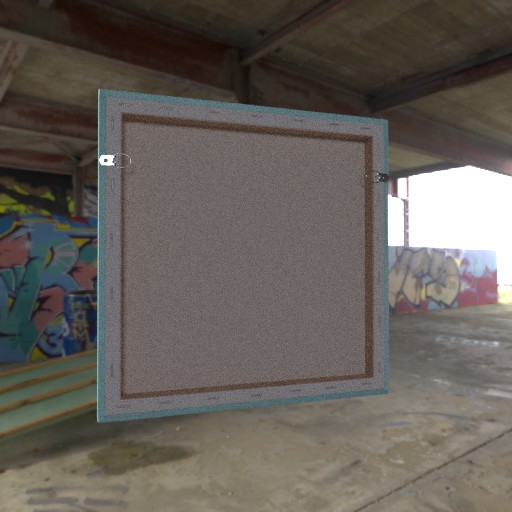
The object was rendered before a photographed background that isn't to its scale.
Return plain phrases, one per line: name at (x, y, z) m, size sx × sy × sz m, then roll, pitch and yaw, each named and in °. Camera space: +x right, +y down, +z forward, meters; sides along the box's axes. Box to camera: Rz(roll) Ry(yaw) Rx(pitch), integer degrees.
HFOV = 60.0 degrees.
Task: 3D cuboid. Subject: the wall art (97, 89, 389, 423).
wall art at (0.000, 0.000, 1.596) m, size 1.071 × 1.073 × 0.070 m, roll 0°, pitch -1°, yaw -17°
